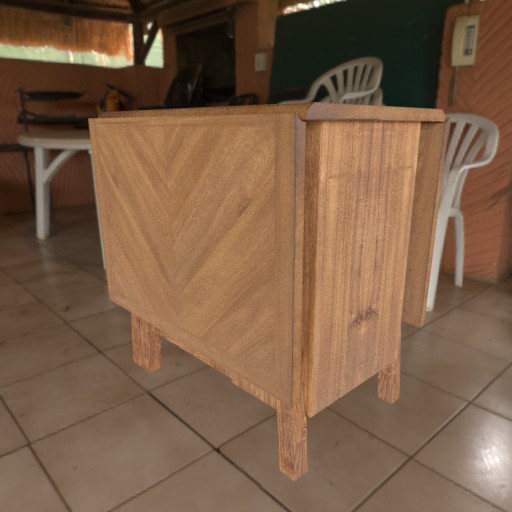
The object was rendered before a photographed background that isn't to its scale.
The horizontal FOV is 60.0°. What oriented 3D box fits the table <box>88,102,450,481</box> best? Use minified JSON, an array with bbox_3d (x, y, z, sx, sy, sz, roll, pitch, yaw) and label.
[{"bbox_3d":[0.000,0.000,1.577,0.701,0.981,0.967,-15,22,-41],"label":"table"}]
